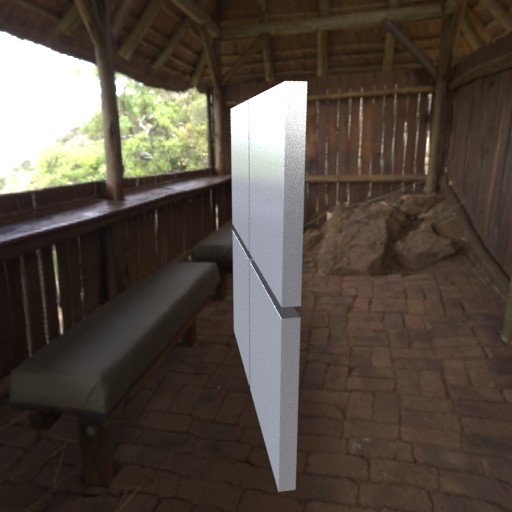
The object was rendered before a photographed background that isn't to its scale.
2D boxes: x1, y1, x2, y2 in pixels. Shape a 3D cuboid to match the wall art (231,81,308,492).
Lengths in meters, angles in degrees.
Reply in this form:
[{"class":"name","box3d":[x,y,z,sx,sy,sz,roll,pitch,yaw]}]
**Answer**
[{"class":"wall art","box3d":[0.000,0.000,0.917,0.029,0.611,0.611,-3,16,-9]}]
